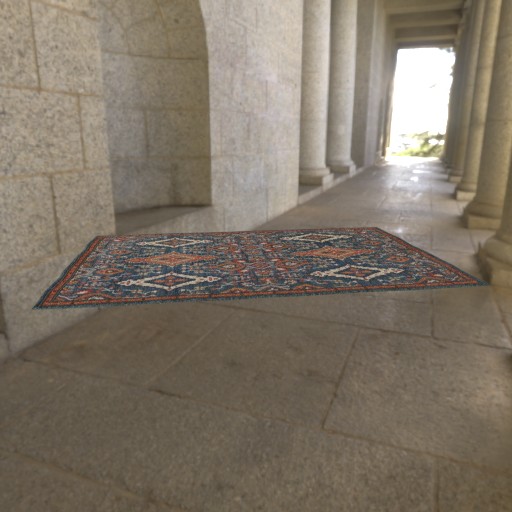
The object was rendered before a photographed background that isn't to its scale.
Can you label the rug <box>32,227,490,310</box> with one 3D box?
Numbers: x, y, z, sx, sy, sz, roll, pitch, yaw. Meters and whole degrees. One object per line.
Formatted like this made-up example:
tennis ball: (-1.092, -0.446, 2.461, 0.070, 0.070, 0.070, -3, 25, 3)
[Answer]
rug: (0.000, 0.000, 4.209, 3.371, 0.008, 2.190, -2, 16, -8)
